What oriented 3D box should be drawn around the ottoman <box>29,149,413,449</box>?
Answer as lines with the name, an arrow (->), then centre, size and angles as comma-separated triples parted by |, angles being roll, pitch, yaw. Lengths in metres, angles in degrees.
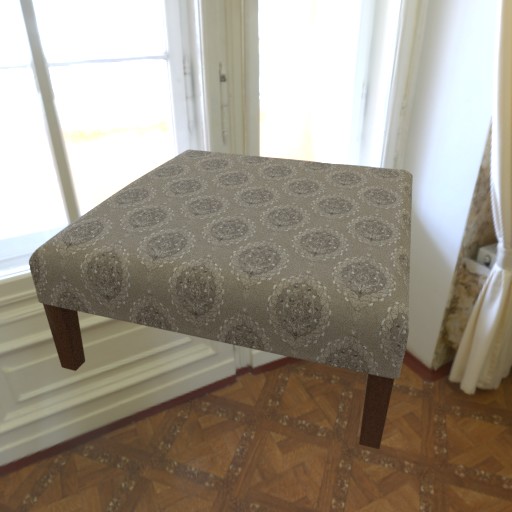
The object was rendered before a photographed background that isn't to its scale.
ottoman -> 0.000, 0.000, 1.390 | 0.889, 0.411, 0.890 | 9, 31, 15
